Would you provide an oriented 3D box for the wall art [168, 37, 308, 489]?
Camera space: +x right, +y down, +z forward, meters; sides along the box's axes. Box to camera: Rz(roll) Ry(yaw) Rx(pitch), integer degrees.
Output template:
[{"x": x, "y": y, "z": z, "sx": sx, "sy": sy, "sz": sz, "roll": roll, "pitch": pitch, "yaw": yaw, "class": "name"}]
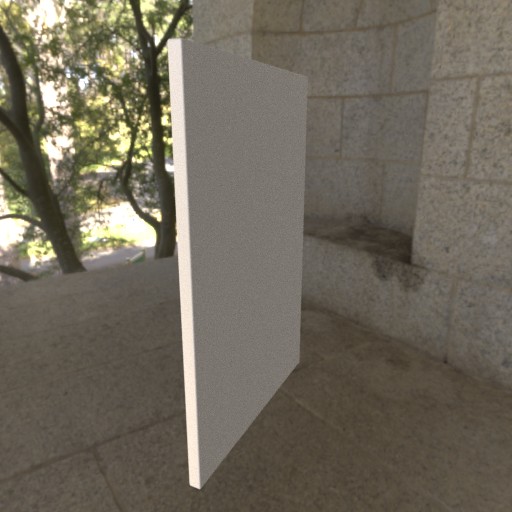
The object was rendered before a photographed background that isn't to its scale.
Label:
[{"x": 0.000, "y": 0.000, "z": 1.008, "sx": 0.026, "sy": 0.813, "sz": 0.556, "roll": 8, "pitch": 18, "yaw": 25, "class": "wall art"}]
